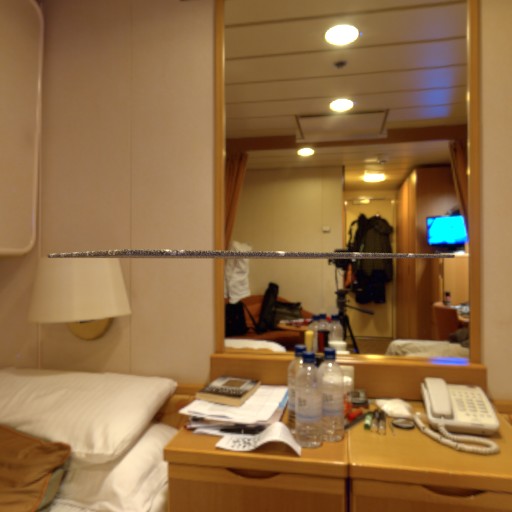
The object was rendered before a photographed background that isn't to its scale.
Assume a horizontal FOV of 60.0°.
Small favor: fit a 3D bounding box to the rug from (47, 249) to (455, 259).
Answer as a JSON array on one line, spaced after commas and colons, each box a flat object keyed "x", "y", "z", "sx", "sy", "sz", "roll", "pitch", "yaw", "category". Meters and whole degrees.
[{"x": 0.000, "y": 0.000, "z": 3.533, "sx": 2.743, "sy": 0.030, "sz": 1.778, "roll": 0, "pitch": -1, "yaw": -36, "category": "rug"}]
